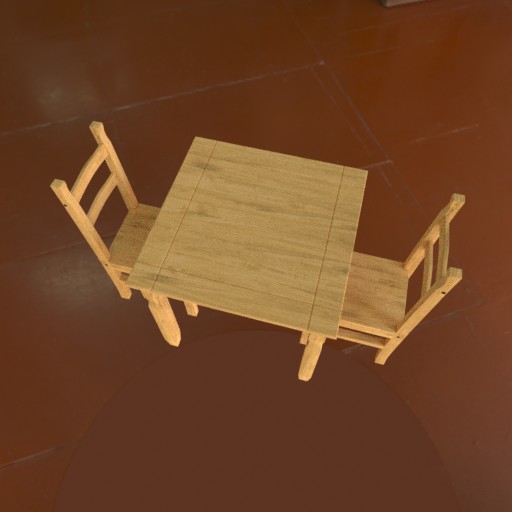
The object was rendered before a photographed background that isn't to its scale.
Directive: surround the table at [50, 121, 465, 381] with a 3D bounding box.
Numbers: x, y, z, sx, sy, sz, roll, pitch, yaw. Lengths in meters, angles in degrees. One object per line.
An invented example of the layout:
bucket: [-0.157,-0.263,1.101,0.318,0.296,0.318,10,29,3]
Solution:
table: [0.000,0.000,2.052,1.501,0.942,0.813,13,60,8]
